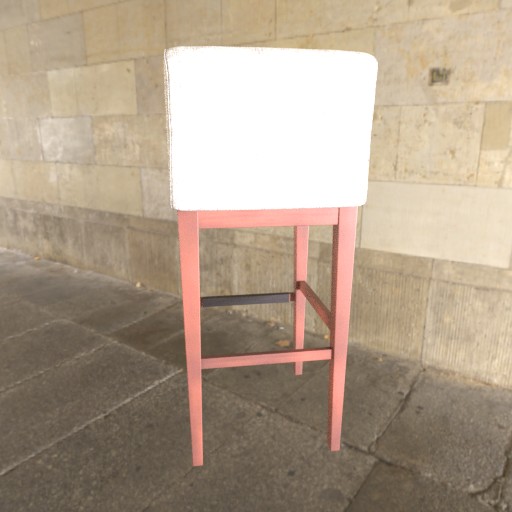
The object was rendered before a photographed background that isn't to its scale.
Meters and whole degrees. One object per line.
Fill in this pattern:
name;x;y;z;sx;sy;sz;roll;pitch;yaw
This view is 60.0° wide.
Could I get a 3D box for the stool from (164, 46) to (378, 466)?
stool;0.000;0.000;1.200;0.426;0.965;0.499;-2;15;-9
